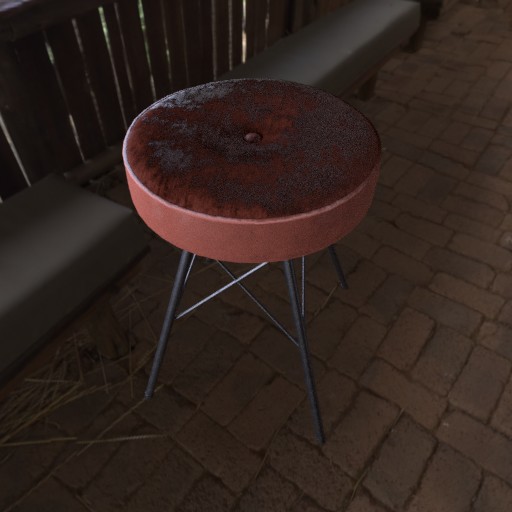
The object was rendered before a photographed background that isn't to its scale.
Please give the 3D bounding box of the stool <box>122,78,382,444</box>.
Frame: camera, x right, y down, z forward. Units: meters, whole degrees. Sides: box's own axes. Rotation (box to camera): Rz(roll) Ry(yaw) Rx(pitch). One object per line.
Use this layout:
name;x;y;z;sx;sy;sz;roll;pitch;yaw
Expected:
stool;0.000;0.000;0.912;0.421;0.593;0.457;11;48;10
